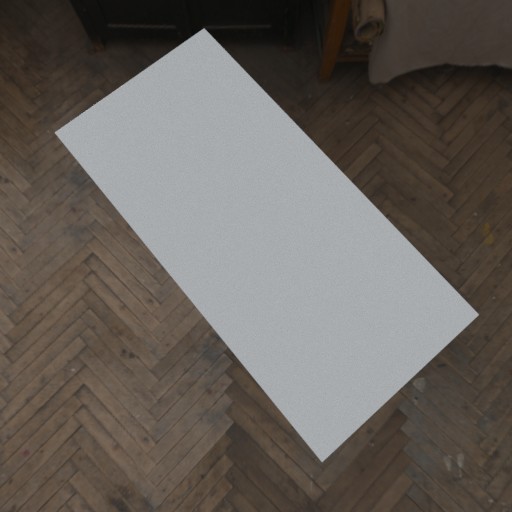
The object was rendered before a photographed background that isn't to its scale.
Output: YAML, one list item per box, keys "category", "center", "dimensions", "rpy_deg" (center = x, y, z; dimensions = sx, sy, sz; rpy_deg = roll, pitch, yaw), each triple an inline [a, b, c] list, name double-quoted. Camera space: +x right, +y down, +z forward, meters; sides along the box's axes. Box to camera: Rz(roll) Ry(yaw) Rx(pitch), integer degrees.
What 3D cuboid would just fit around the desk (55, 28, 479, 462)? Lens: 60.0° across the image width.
- category: "desk"
  center: [0.000, 0.000, 1.387]
  dimensions: [0.491, 0.723, 0.979]
  rpy_deg: [-39, 79, -9]
